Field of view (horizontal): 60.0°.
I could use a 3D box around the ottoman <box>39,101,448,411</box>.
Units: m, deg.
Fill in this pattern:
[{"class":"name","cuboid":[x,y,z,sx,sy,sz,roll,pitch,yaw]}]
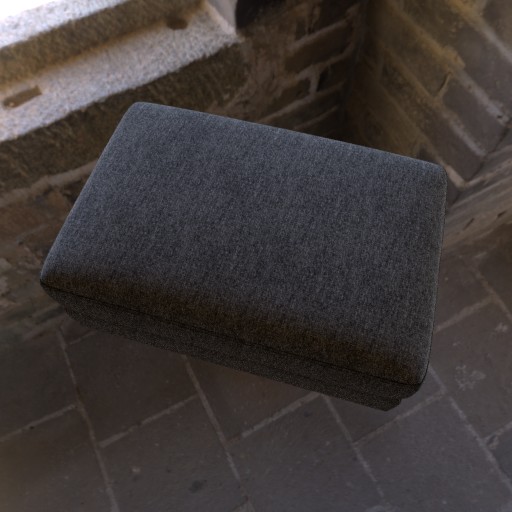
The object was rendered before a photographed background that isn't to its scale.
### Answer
[{"class":"ottoman","cuboid":[0.000,0.000,1.182,0.864,0.483,0.584,14,64,7]}]
